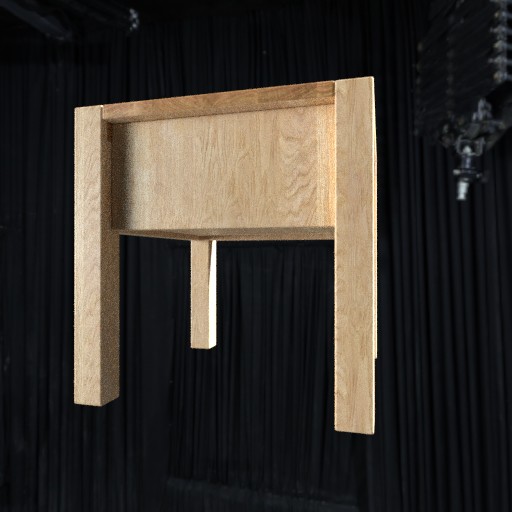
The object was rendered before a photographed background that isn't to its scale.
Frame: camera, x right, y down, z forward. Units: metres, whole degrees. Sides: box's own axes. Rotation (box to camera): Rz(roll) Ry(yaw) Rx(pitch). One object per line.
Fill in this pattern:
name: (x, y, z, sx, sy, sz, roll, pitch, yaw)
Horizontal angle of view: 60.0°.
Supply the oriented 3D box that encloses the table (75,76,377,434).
table: (0.000, 0.000, 0.845, 0.440, 0.450, 0.480, 0, 0, 16)
